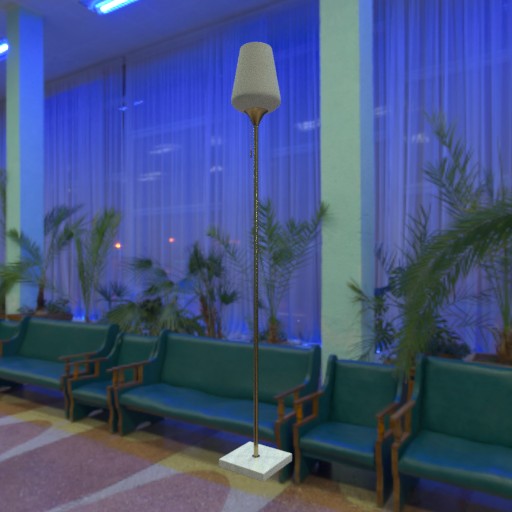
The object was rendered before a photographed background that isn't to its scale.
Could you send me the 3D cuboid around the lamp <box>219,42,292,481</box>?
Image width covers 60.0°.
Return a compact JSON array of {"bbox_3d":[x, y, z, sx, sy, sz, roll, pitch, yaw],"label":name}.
[{"bbox_3d":[0.000,0.000,1.942,0.232,1.813,0.229,0,-1,35],"label":"lamp"}]
